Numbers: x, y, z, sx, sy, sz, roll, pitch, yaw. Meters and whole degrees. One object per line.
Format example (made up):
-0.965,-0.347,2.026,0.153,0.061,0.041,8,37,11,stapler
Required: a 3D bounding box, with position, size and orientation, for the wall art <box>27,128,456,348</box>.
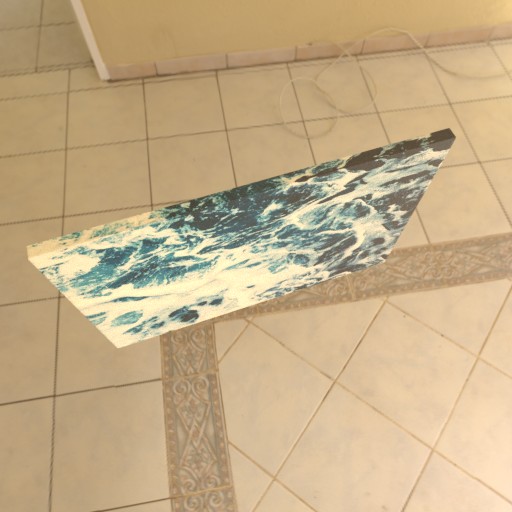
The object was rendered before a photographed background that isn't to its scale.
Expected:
0.000,0.000,1.955,1.524,1.017,0.055,-17,64,-9,wall art
